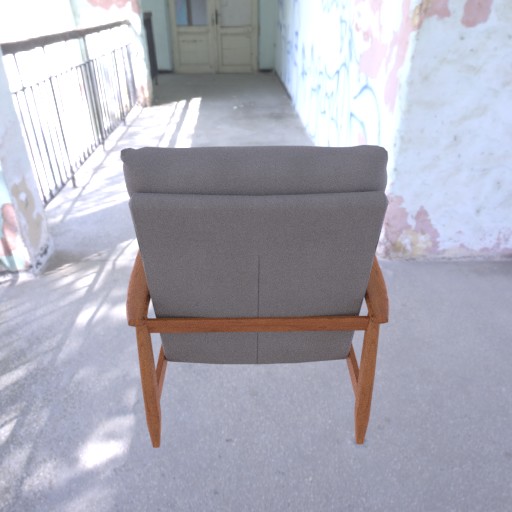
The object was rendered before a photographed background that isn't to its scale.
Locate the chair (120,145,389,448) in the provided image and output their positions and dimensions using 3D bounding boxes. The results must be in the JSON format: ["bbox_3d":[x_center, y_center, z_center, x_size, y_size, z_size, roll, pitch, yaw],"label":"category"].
[{"bbox_3d":[0.000,0.000,1.508,0.782,0.922,0.816,-1,31,-1],"label":"chair"}]
